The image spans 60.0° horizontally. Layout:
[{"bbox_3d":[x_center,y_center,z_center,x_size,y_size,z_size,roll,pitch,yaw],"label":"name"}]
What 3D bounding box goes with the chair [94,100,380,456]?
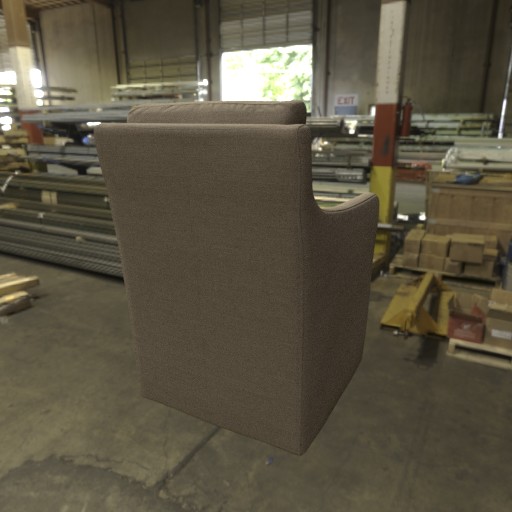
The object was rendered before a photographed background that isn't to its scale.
[{"bbox_3d":[0.000,0.000,1.402,0.626,0.914,0.694,9,20,27],"label":"chair"}]
